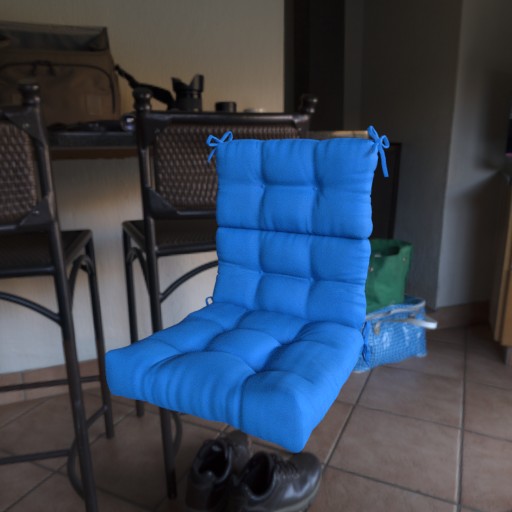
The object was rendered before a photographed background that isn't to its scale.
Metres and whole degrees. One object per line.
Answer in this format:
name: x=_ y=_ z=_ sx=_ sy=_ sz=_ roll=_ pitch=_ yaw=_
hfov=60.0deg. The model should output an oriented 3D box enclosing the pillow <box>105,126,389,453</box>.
pillow: x=0.000 y=0.000 z=1.055 sx=0.519 sy=0.605 sz=0.571 roll=7 pitch=15 yaw=27
